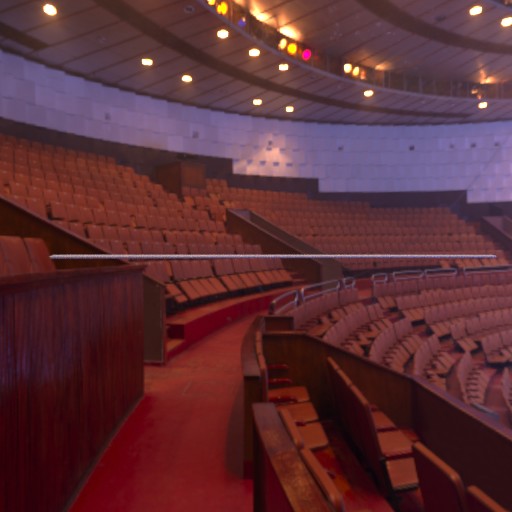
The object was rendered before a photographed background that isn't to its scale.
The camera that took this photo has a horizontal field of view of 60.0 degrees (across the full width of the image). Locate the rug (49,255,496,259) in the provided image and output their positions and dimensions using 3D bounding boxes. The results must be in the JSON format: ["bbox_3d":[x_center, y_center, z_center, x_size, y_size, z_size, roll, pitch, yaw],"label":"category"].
[{"bbox_3d":[0.000,0.000,2.782,2.205,0.014,1.589,0,0,-19],"label":"rug"}]
